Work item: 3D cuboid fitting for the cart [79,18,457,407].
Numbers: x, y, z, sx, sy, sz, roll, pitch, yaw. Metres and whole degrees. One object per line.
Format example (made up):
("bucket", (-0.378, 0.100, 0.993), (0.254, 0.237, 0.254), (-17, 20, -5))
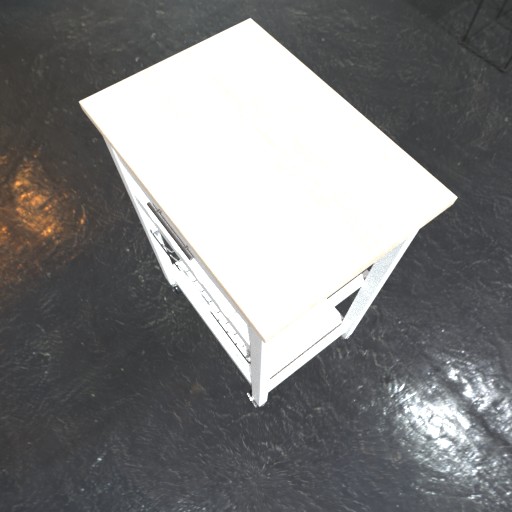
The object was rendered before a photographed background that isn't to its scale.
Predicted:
("cart", (0.000, 0.000, 1.169), (0.406, 0.857, 0.578), (-34, 68, -16))
